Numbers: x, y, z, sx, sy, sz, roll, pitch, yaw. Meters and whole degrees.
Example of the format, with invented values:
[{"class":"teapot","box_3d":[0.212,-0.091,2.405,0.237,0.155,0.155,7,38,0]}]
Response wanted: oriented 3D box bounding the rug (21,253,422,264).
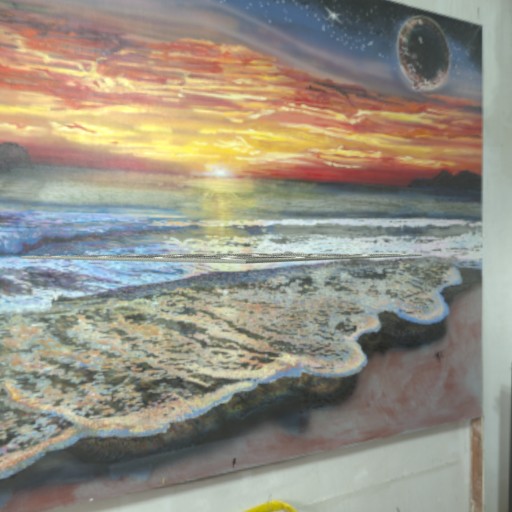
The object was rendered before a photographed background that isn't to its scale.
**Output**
[{"class":"rug","box_3d":[0.000,0.000,2.905,1.526,0.014,2.290,1,1,35]}]
